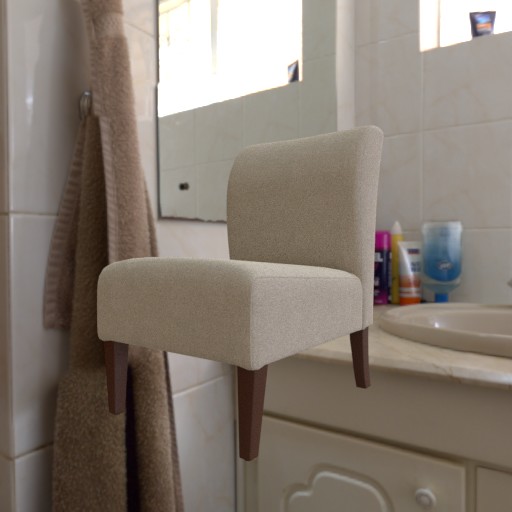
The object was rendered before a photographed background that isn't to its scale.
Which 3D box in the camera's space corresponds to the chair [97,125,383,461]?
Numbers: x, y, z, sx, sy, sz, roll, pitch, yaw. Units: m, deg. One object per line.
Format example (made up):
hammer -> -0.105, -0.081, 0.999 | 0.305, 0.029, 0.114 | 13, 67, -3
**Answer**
chair -> 0.000, 0.000, 1.312 | 0.521, 0.833, 0.754 | 1, 1, 36
